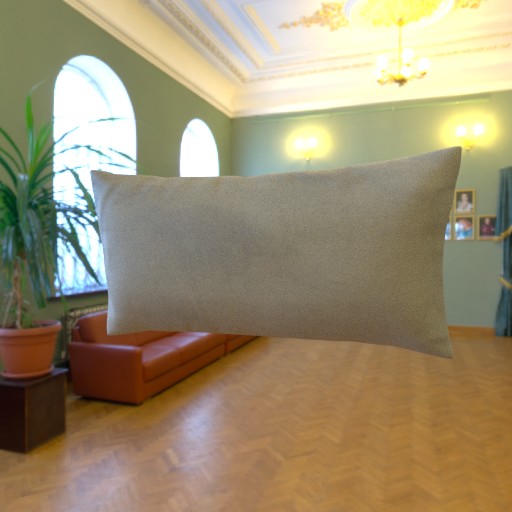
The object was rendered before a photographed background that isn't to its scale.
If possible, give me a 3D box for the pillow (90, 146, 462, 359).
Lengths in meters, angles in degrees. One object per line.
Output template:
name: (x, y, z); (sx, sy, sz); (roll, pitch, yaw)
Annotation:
pillow: (0.000, 0.000, 0.728); (0.608, 0.305, 0.156); (0, 1, 18)
